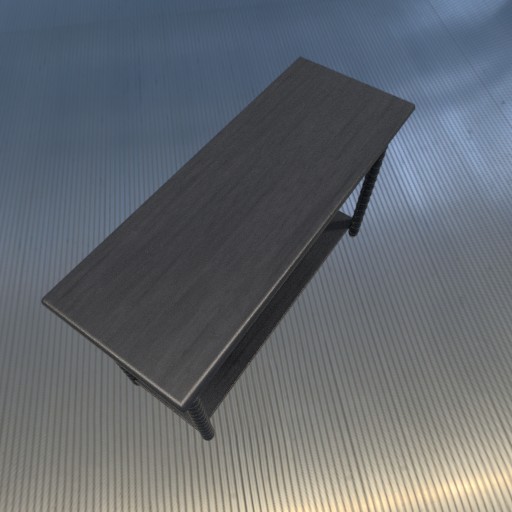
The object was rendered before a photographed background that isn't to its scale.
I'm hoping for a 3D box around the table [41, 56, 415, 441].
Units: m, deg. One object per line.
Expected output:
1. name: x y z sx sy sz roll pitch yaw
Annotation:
1. table: 0.000 0.000 1.568 0.459 0.735 1.184 31 63 18
